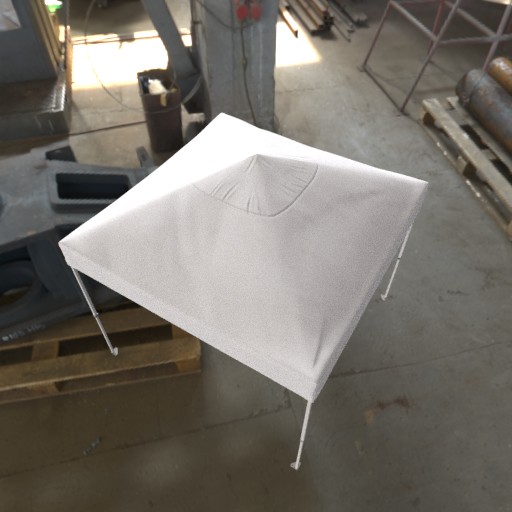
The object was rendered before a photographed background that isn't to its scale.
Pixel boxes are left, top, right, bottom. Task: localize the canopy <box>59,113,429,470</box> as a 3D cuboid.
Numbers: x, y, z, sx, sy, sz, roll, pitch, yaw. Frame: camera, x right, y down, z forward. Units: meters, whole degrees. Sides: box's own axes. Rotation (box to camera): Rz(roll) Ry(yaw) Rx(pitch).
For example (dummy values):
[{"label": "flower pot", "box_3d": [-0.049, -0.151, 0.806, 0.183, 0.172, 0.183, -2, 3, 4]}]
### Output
[{"label": "canopy", "box_3d": [0.000, 0.000, 5.446, 2.996, 2.997, 2.998, 25, 53, 20]}]
